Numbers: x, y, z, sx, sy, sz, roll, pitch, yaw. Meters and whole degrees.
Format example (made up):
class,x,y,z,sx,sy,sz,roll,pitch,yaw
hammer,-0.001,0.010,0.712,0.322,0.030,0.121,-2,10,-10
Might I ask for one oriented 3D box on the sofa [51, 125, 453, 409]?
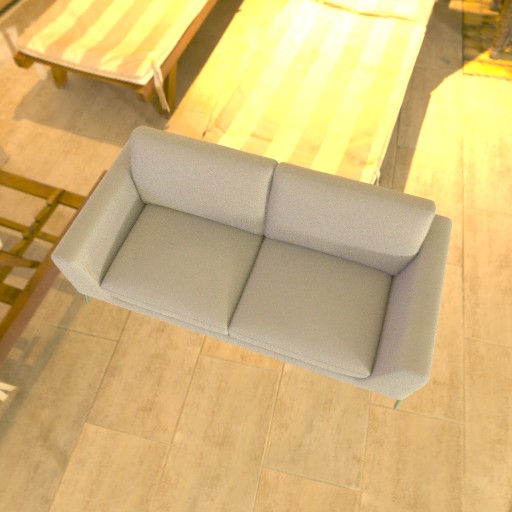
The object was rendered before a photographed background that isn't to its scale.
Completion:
class,x,y,z,sx,sy,sz,roll,pitch,yaw
sofa,0.000,0.000,2.546,2.017,0.875,0.953,17,61,10
